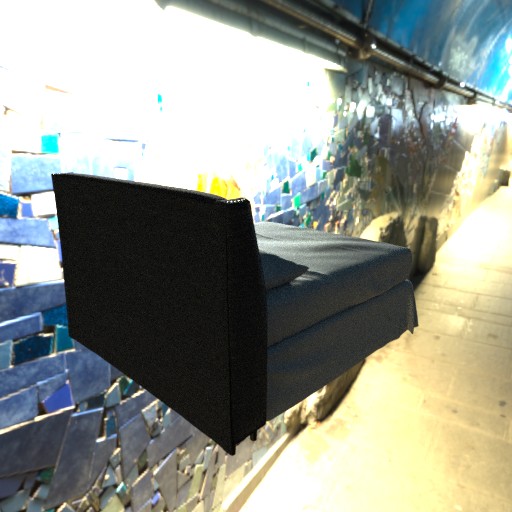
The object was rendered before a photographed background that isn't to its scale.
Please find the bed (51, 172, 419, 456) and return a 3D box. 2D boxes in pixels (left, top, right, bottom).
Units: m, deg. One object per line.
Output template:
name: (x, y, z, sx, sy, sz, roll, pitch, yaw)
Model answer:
bed: (0.000, 0.000, 3.450, 1.925, 1.332, 2.276, 15, 22, 43)
